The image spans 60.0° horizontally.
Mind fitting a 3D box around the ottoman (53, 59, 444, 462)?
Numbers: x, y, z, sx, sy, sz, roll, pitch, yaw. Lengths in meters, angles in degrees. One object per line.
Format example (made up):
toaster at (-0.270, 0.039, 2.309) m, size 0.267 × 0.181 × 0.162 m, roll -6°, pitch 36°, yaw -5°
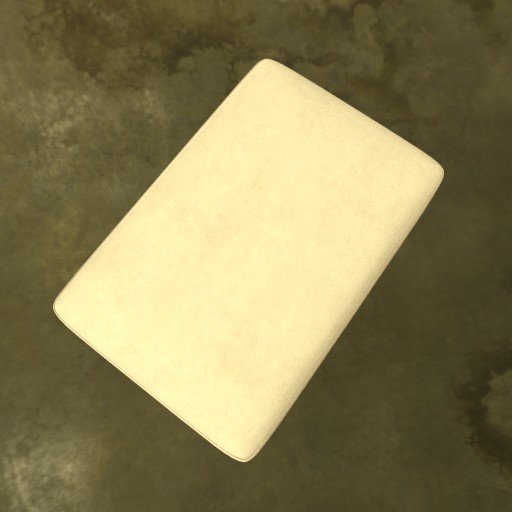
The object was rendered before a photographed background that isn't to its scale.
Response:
ottoman at (0.000, 0.000, 1.217) m, size 0.584 × 0.483 × 0.864 m, roll 35°, pitch 78°, yaw 9°
